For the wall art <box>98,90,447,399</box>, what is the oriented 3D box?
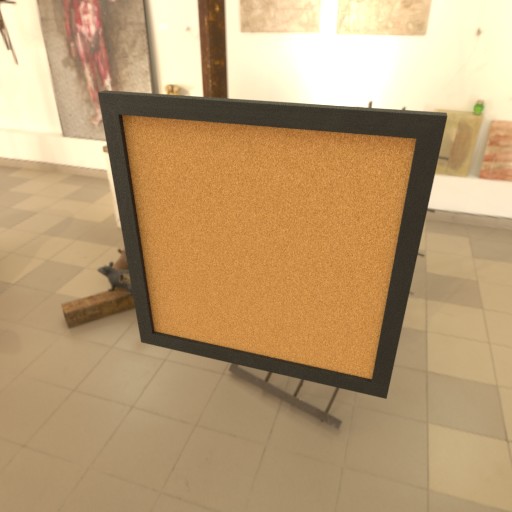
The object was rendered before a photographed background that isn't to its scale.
[{"bbox_3d":[0.000,0.000,1.514,1.016,1.016,0.038,9,32,15],"label":"wall art"}]
